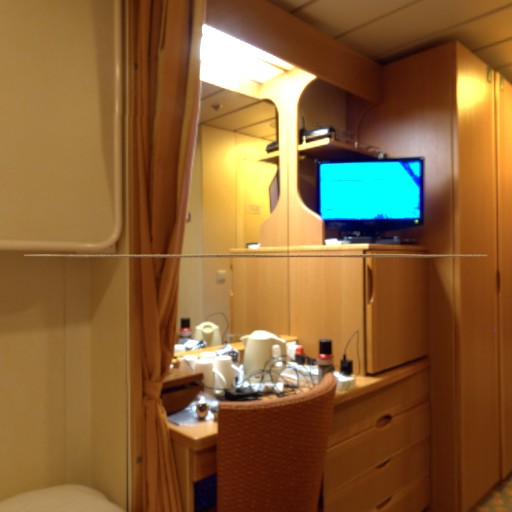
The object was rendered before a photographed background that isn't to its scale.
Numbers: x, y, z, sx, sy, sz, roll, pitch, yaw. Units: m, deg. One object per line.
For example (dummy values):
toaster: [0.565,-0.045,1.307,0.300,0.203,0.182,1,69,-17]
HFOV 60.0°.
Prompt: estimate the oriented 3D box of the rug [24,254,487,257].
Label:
rug: [0.000,0.000,2.712,2.439,0.013,0.762,0,-1,-1]
